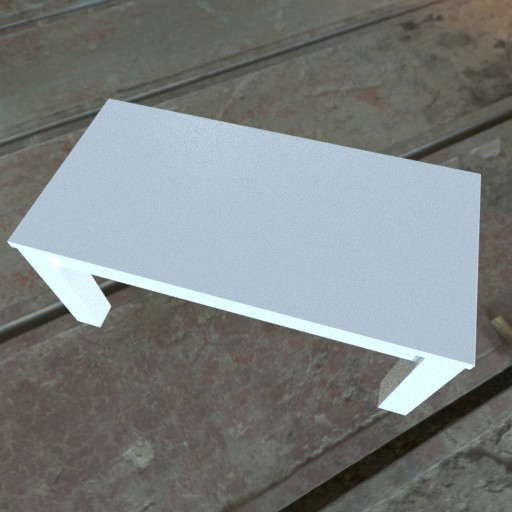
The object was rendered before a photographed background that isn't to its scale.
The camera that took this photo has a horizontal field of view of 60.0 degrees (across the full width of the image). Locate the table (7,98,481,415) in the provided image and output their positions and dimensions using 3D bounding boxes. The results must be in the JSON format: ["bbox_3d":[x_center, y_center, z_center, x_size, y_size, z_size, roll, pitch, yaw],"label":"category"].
[{"bbox_3d":[0.000,0.000,2.190,1.800,0.790,0.900,14,59,9],"label":"table"}]
